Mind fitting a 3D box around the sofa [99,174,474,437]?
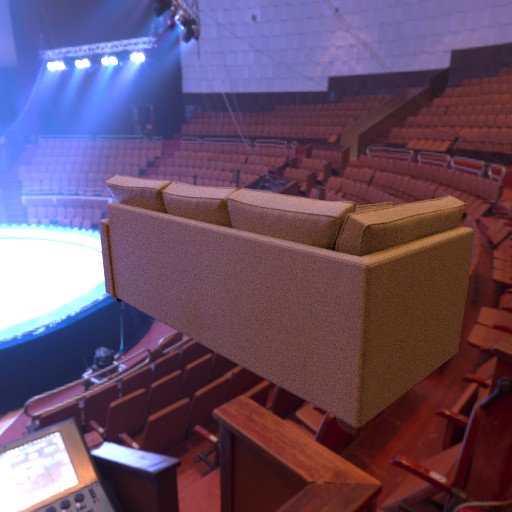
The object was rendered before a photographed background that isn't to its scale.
[{"bbox_3d":[0.000,0.000,2.849,1.061,0.962,2.317,-14,20,-41],"label":"sofa"}]
